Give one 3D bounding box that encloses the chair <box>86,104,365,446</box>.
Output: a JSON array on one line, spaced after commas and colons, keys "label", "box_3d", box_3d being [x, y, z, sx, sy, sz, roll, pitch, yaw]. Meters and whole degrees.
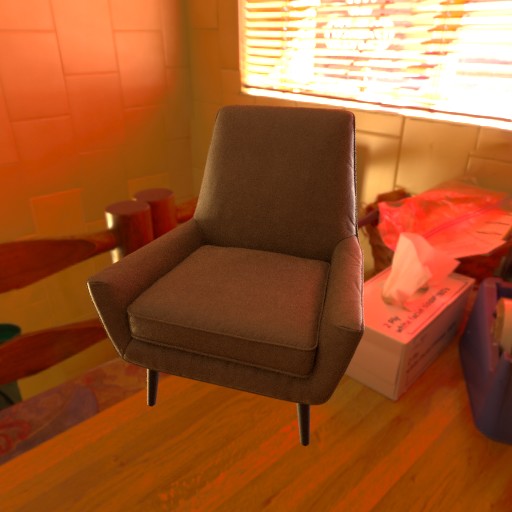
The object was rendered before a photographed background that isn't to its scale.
[{"label": "chair", "box_3d": [0.000, 0.000, 1.510, 0.787, 0.888, 0.824, 8, 27, 16]}]
